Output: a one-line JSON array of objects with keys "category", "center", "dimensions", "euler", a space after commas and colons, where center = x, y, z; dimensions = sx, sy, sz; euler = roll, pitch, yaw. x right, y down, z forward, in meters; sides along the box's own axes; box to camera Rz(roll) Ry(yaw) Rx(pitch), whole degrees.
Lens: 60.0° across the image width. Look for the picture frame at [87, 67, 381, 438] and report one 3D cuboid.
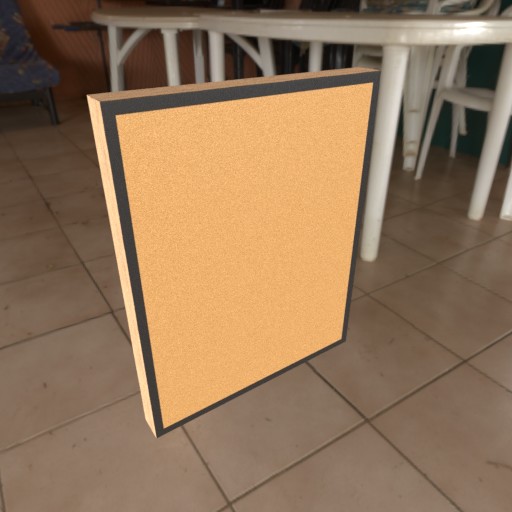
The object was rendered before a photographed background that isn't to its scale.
[{"category": "picture frame", "center": [0.000, 0.000, 0.707], "dimensions": [0.421, 0.526, 0.046], "euler": [-19, 35, -29]}]
